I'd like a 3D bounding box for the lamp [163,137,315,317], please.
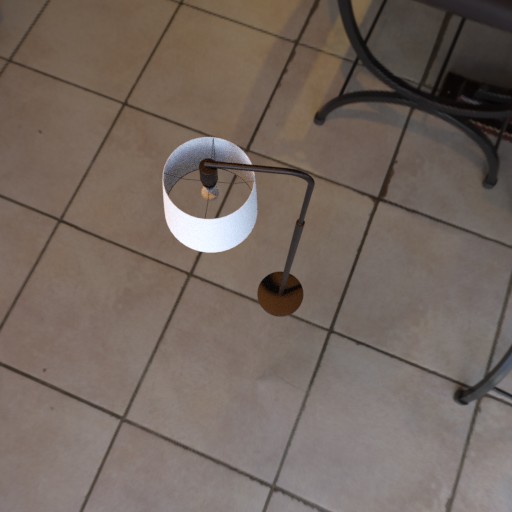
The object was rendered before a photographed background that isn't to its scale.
[{"bbox_3d":[0.000,0.000,1.681,0.508,1.478,0.254,4,74,1],"label":"lamp"}]
